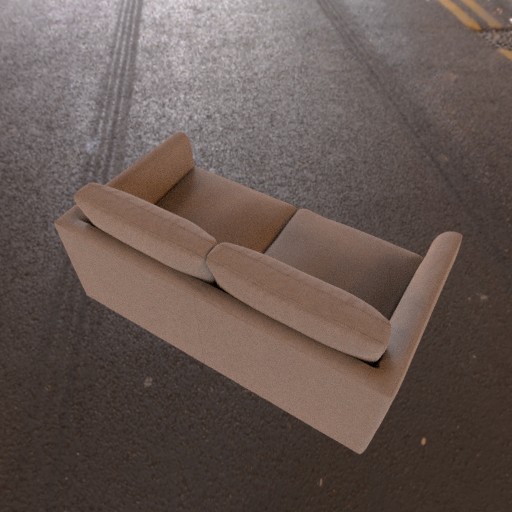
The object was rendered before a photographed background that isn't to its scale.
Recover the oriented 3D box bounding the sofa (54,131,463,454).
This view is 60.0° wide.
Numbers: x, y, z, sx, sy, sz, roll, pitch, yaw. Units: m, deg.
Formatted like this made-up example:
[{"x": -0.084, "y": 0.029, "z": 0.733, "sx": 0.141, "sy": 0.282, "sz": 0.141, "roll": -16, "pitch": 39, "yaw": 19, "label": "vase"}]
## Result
[{"x": 0.000, "y": 0.000, "z": 2.507, "sx": 1.905, "sy": 0.839, "sz": 1.091, "roll": 24, "pitch": 52, "yaw": 21, "label": "sofa"}]
